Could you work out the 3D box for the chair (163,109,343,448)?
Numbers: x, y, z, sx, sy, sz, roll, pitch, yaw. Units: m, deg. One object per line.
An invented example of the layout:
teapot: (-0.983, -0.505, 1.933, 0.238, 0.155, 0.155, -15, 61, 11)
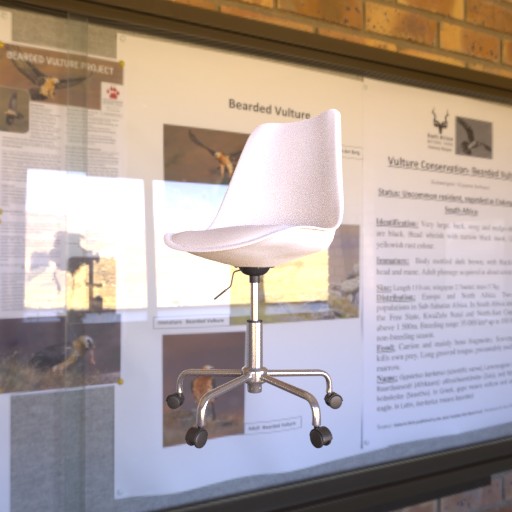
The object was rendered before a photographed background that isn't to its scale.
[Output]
chair: (0.000, 0.000, 1.285, 0.550, 0.930, 0.550, 0, 0, 36)
